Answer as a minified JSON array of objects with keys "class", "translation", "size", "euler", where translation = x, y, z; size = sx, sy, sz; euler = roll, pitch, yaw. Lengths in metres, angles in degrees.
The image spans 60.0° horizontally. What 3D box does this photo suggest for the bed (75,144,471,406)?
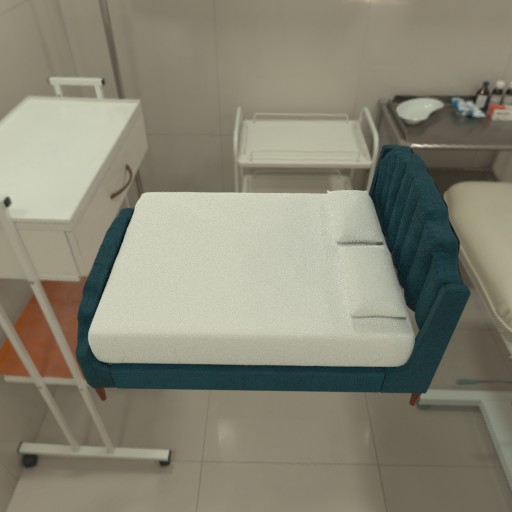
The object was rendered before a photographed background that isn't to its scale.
[{"class":"bed","translation":[0.000,0.000,3.289],"size":[2.322,1.351,1.676],"euler":[1,41,1]}]
